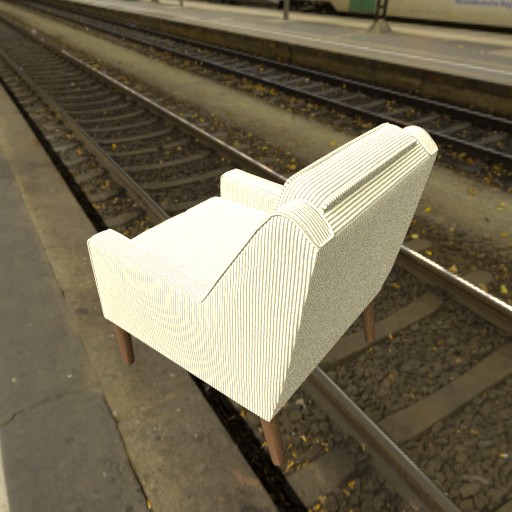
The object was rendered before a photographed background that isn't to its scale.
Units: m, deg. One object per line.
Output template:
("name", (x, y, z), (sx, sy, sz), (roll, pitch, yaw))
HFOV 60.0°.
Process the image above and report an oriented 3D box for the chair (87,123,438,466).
("chair", (0.000, 0.000, 1.324), (0.743, 0.792, 0.663), (22, 39, 30))
